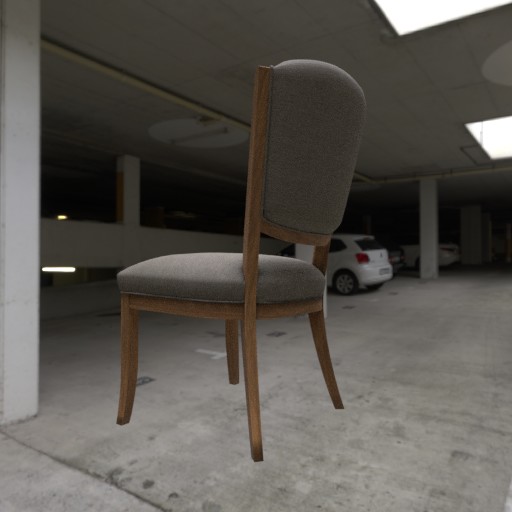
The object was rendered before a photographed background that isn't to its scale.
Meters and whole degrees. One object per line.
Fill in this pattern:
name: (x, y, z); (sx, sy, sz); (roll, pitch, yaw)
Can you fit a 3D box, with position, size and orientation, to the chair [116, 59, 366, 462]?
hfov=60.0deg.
chair: (0.000, 0.000, 1.248); (0.584, 0.905, 0.513); (-1, -1, 35)
